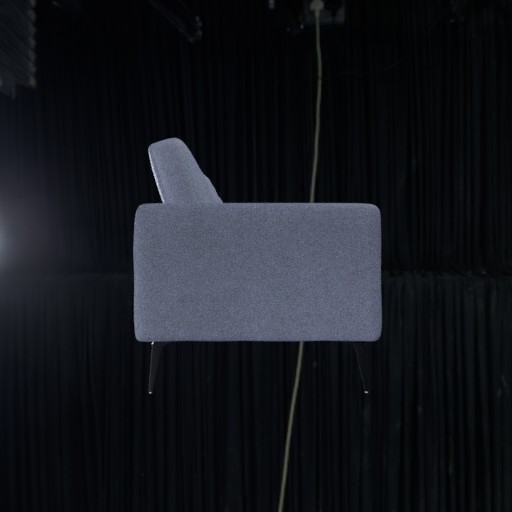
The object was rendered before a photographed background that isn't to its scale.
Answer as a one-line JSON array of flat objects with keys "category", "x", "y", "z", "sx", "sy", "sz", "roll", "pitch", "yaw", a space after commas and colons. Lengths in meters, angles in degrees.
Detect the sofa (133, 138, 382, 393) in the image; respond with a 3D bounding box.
[{"category": "sofa", "x": 0.000, "y": 0.000, "z": 2.316, "sx": 0.774, "sy": 0.828, "sz": 1.925, "roll": 0, "pitch": 1, "yaw": 0}]
